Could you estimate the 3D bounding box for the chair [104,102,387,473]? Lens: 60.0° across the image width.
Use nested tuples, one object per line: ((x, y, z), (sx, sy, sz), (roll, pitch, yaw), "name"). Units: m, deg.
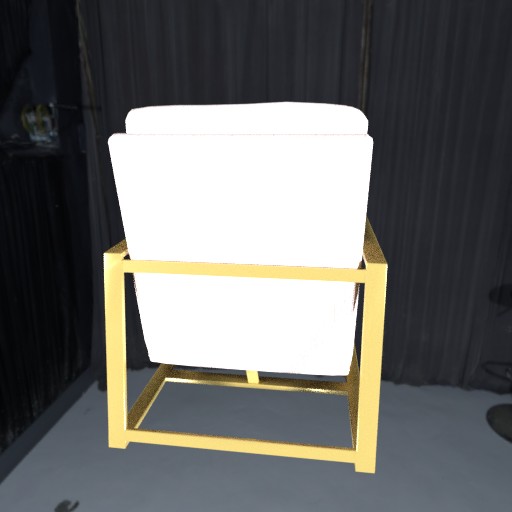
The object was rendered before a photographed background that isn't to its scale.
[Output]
((0.000, 0.000, 1.495), (0.758, 0.956, 0.813), (2, 16, 8), "chair")
